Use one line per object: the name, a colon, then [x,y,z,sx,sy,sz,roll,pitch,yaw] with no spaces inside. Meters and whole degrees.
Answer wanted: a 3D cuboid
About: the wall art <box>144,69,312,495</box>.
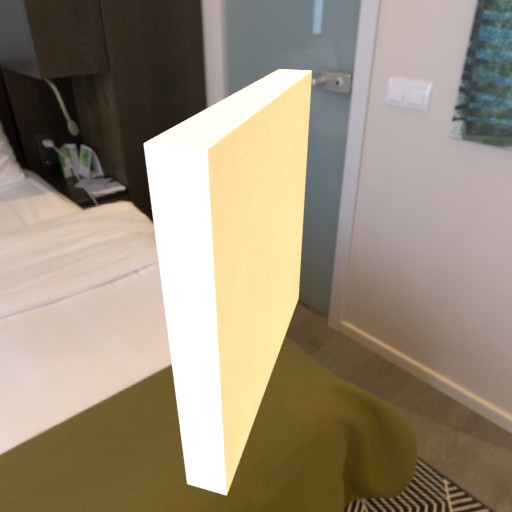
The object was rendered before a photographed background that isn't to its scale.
wall art: [0.000,0.000,0.439,0.038,0.305,0.305,8,31,14]
